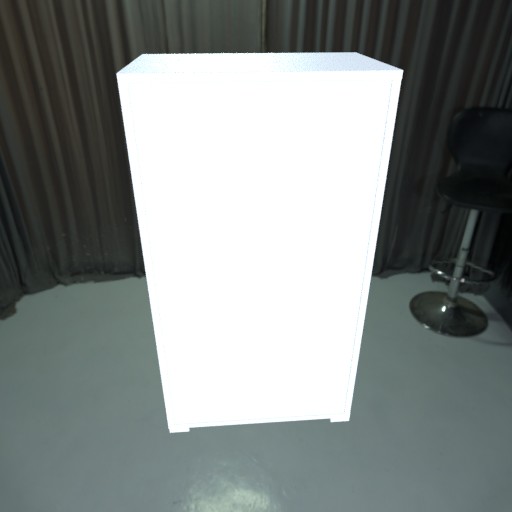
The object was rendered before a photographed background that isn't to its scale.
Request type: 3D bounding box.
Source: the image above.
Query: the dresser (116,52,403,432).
[{"bbox_3d":[0.000,0.000,1.470,0.650,1.190,0.400,-2,30,-4],"label":"dresser"}]
